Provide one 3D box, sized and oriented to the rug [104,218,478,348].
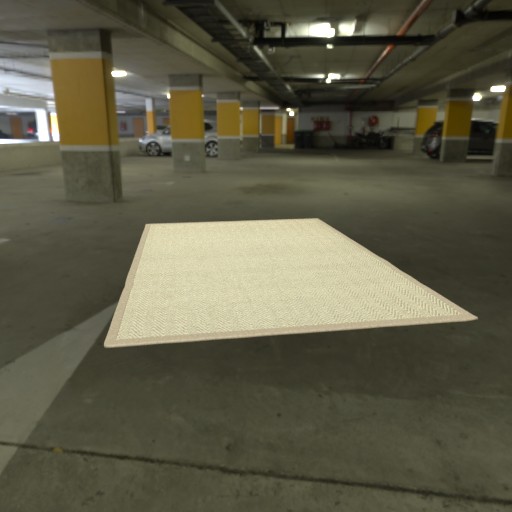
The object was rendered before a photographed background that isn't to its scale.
[{"bbox_3d":[0.000,0.000,2.853,1.540,0.021,2.290,-3,16,-9],"label":"rug"}]
